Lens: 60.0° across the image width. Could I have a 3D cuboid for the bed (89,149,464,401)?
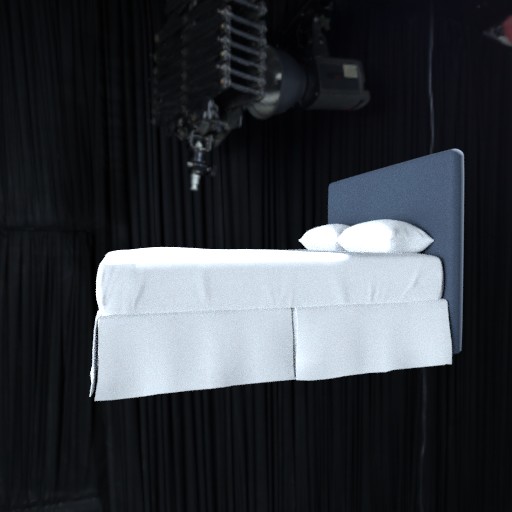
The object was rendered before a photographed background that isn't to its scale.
[{"bbox_3d":[0.000,0.000,3.135,2.162,1.330,1.713,-1,2,-17],"label":"bed"}]
